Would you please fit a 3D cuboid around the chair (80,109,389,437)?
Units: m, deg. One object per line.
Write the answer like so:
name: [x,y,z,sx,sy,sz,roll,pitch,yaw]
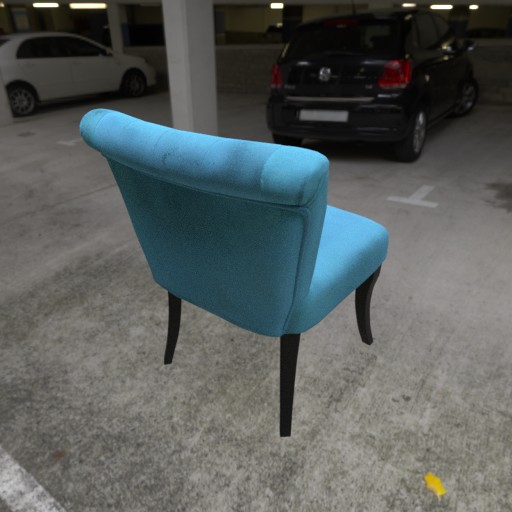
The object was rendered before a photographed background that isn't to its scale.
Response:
chair: [0.000,0.000,1.149,0.582,0.750,0.605,20,36,31]
